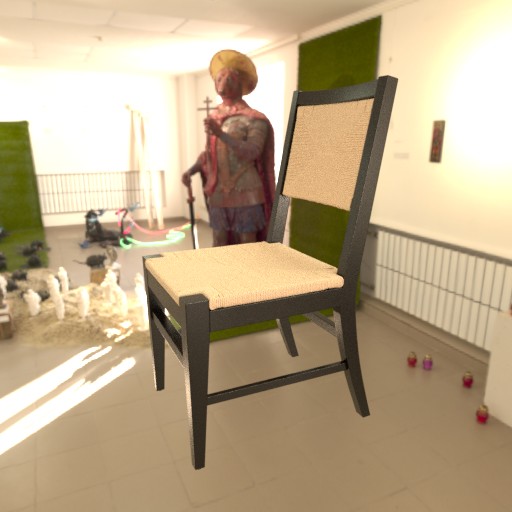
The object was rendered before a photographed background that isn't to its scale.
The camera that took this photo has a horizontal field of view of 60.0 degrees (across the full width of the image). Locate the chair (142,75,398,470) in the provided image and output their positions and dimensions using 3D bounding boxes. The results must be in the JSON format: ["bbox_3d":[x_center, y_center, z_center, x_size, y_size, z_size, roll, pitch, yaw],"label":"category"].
[{"bbox_3d":[0.000,0.000,1.245,0.552,0.927,0.437,-7,17,-25],"label":"chair"}]
